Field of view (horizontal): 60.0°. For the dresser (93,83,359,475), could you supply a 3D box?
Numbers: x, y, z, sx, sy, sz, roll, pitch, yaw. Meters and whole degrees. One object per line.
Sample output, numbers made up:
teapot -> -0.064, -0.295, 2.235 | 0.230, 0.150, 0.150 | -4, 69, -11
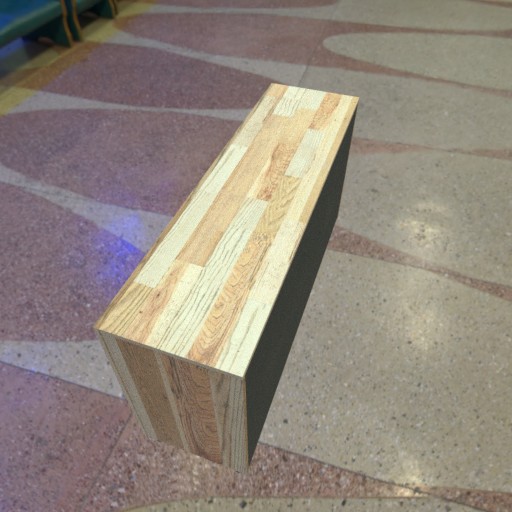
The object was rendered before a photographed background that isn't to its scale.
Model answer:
dresser -> 0.000, 0.000, 1.972 | 0.487, 0.834, 1.547 | 15, 49, 13
